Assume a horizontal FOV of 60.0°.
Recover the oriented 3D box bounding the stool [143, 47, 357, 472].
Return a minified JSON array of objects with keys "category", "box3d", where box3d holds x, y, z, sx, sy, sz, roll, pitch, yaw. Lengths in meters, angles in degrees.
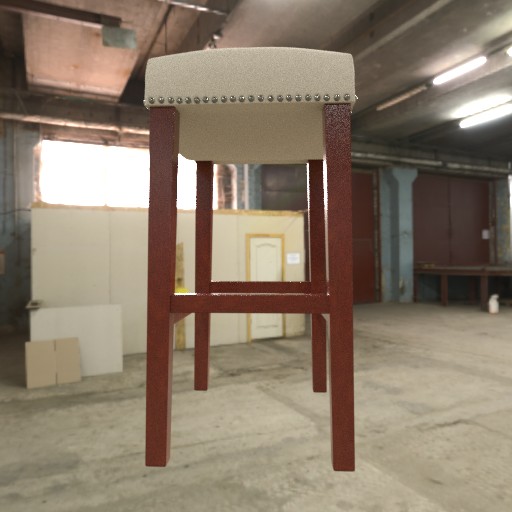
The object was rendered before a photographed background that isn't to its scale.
[{"category":"stool","box3d":[0.000,0.000,1.006,0.372,0.742,0.504,0,0,3]}]
